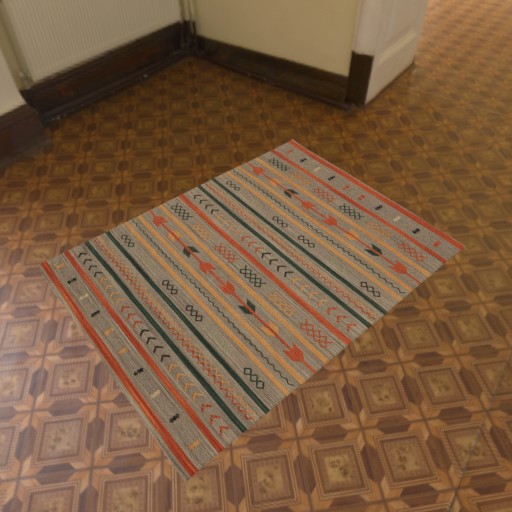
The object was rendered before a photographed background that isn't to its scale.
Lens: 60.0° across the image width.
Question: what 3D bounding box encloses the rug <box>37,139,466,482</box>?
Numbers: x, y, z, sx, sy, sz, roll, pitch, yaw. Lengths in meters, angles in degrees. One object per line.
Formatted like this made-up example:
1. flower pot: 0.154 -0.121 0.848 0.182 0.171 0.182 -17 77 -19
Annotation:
1. rug: 0.000 0.000 3.886 3.029 0.022 2.263 -32 55 -26
